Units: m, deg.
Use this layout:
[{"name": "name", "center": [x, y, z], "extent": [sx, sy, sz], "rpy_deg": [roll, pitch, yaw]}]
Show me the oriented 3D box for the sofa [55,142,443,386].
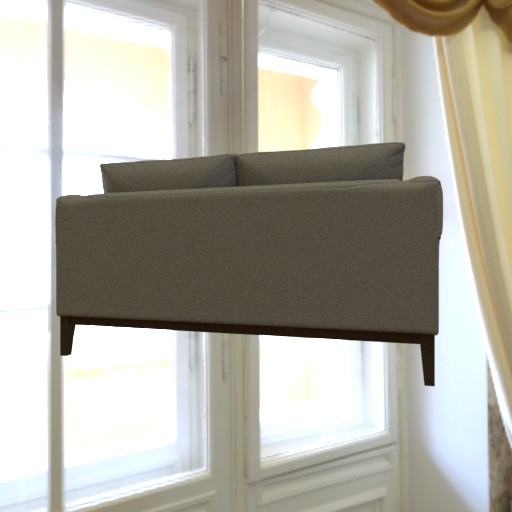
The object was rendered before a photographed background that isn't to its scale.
[{"name": "sofa", "center": [0.000, 0.000, 2.123], "extent": [1.598, 0.873, 0.899], "rpy_deg": [0, 0, 18]}]
